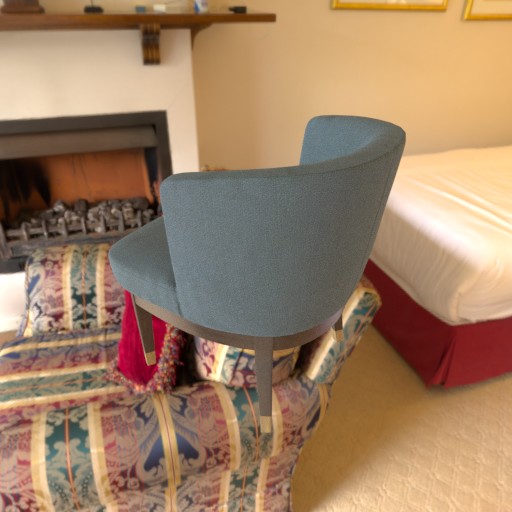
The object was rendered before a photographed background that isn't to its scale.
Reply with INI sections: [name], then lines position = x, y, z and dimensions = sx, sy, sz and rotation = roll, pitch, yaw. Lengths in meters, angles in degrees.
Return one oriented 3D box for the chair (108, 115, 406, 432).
[chair]
position = 0.000, 0.000, 1.279
dimensions = 0.702, 0.760, 0.661
rotation = 20, 36, 30
